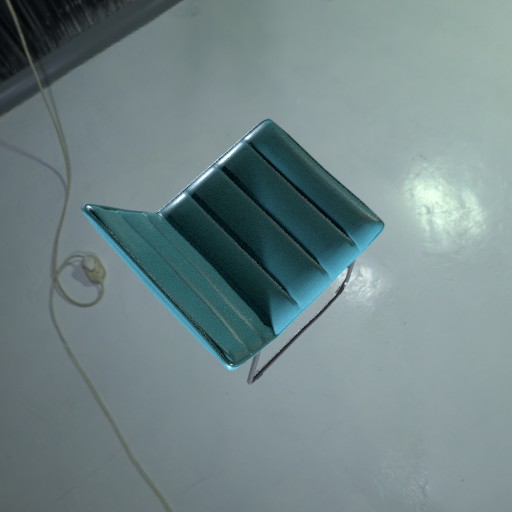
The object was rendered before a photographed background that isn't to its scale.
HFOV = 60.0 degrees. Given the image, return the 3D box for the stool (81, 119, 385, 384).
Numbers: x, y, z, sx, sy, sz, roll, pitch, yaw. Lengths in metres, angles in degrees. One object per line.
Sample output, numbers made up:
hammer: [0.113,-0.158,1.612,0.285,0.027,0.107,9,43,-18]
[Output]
stool: [0.000,0.000,1.216,0.524,0.936,0.489,-43,79,-10]
